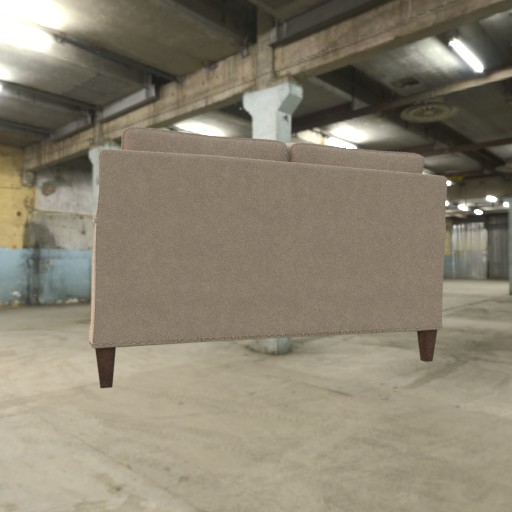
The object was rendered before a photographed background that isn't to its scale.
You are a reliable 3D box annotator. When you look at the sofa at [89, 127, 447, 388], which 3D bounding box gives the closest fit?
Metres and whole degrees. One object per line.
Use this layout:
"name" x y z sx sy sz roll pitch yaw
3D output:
"sofa" 0.000 0.000 2.275 1.597 1.002 1.084 0 -1 -18
